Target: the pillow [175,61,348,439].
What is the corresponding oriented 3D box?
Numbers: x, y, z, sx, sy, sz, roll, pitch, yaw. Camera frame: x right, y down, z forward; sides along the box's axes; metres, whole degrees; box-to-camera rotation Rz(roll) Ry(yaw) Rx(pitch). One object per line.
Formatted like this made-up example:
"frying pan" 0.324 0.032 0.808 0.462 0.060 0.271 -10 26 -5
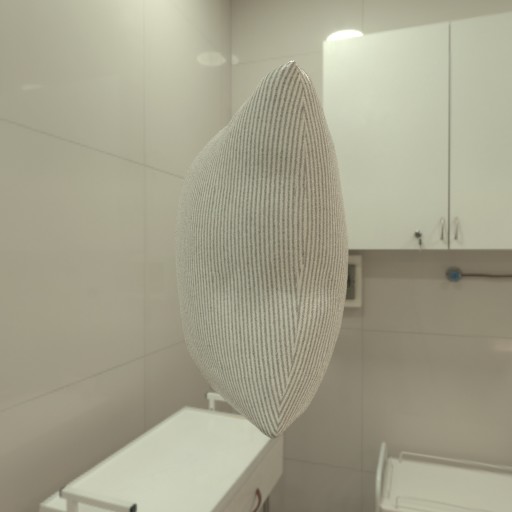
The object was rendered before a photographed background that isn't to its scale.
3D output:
"pillow" 0.000 0.000 0.697 0.310 0.432 0.387 0 1 19
